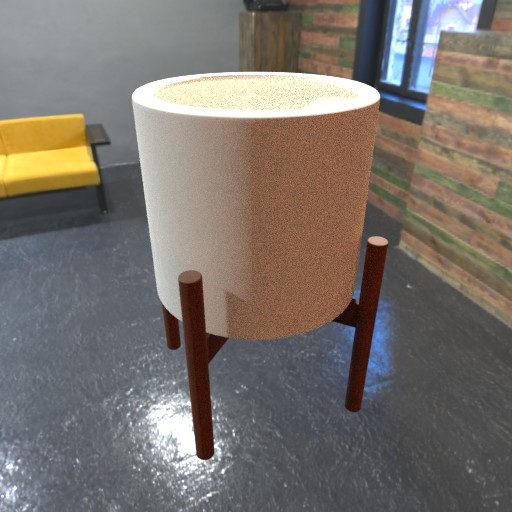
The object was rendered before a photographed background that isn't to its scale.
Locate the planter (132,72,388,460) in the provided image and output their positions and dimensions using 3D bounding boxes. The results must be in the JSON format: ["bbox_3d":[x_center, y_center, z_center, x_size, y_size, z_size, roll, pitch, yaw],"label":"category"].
[{"bbox_3d":[0.000,0.000,0.498,0.224,0.358,0.224,-10,31,-17],"label":"planter"}]
